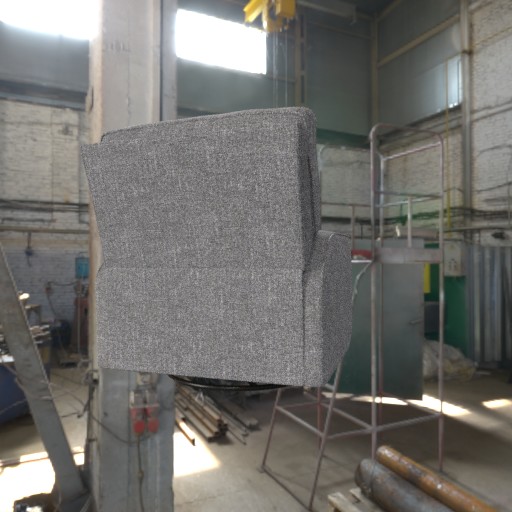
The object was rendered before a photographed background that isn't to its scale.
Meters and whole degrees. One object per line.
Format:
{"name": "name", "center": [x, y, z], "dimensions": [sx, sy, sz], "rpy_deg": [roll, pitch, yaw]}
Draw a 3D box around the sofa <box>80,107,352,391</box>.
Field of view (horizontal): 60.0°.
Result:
{"name": "sofa", "center": [0.000, 0.000, 2.031], "dimensions": [0.861, 0.959, 1.472], "rpy_deg": [0, -1, 19]}
